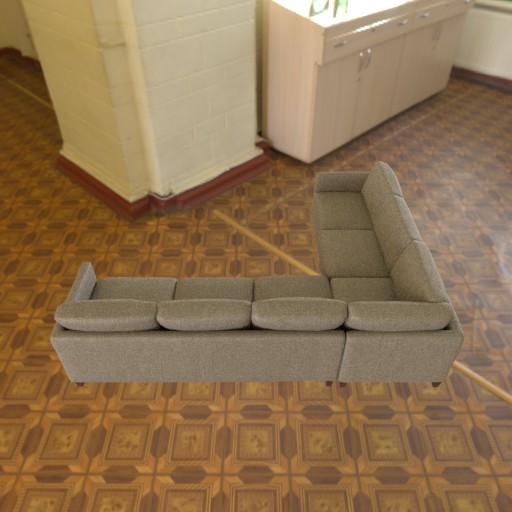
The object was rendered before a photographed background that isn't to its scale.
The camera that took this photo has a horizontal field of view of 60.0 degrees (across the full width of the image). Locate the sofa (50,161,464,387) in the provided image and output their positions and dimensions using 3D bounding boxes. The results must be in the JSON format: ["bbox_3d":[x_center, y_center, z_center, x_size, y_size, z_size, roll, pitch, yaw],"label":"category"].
[{"bbox_3d":[0.000,0.000,4.567,3.302,0.947,2.593,0,41,0],"label":"sofa"}]
